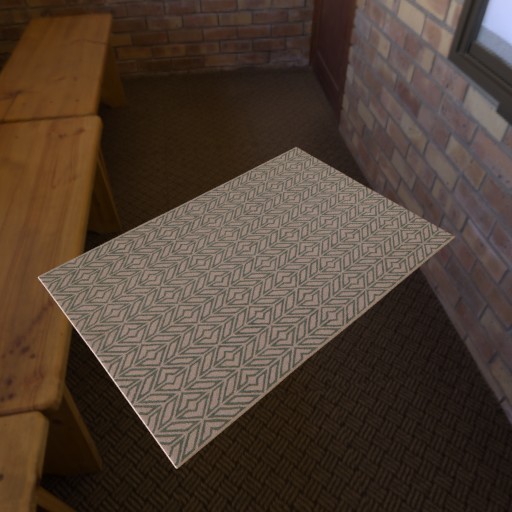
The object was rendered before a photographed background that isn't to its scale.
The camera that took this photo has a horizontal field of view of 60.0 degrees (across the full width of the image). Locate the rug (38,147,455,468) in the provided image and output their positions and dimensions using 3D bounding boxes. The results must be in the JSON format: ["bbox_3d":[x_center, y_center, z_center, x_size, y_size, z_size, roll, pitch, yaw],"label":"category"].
[{"bbox_3d":[0.000,0.000,2.316,1.828,0.007,1.220,-32,53,-28],"label":"rug"}]
